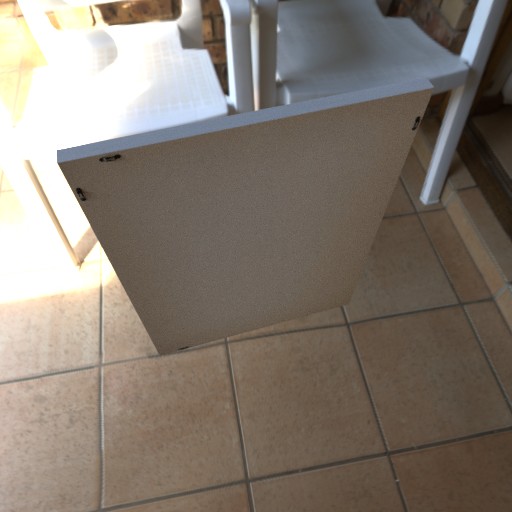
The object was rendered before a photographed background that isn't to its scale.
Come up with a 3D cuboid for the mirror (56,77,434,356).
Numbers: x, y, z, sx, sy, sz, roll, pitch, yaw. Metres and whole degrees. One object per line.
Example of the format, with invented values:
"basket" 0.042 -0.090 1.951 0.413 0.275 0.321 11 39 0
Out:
"mirror" 0.000 0.000 1.298 0.762 1.016 0.040 -14 59 -9
